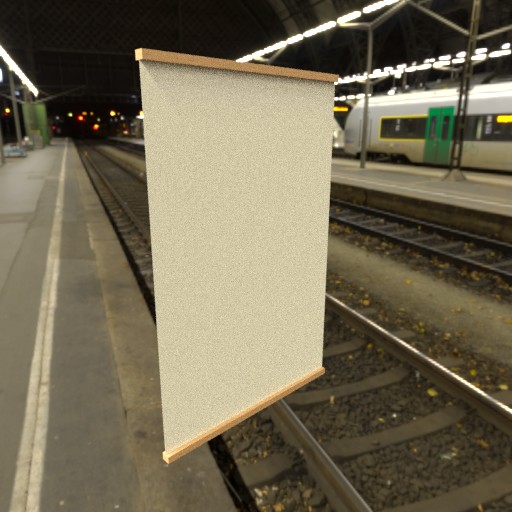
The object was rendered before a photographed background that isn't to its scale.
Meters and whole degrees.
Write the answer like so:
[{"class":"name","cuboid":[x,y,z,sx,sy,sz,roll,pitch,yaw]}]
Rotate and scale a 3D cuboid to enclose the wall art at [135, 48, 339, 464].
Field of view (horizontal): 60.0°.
[{"class":"wall art","cuboid":[0.000,0.000,1.277,0.669,1.020,0.027,-15,21,-41]}]
